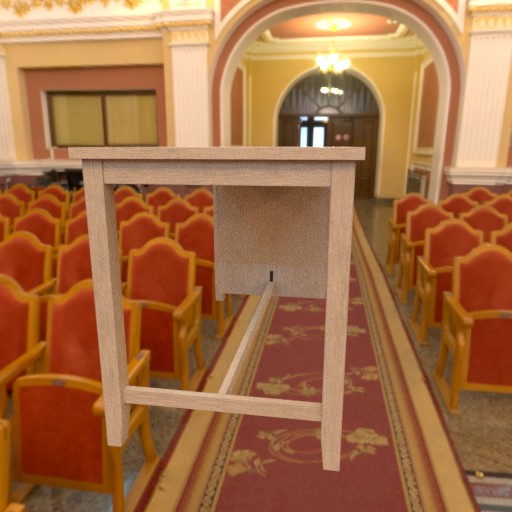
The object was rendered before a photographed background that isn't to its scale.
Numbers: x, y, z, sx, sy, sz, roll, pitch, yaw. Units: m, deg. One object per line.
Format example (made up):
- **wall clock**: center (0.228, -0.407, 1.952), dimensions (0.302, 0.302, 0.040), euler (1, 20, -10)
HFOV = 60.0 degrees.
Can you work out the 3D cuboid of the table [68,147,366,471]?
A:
- **table**: center (0.000, 0.000, 1.830), dimensions (0.729, 0.874, 1.397), euler (2, 14, 9)
